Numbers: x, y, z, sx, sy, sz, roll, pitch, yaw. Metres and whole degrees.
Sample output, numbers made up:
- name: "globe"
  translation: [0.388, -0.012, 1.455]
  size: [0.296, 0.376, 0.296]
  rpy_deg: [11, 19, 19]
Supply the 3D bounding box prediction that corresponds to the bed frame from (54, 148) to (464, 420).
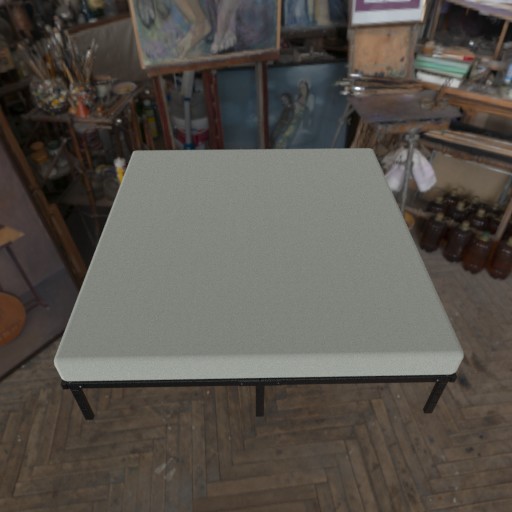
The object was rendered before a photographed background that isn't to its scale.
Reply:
- name: "bed frame"
  translation: [0.000, 0.000, 3.855]
  size: [2.526, 0.680, 2.635]
  rpy_deg: [-1, 42, -1]
